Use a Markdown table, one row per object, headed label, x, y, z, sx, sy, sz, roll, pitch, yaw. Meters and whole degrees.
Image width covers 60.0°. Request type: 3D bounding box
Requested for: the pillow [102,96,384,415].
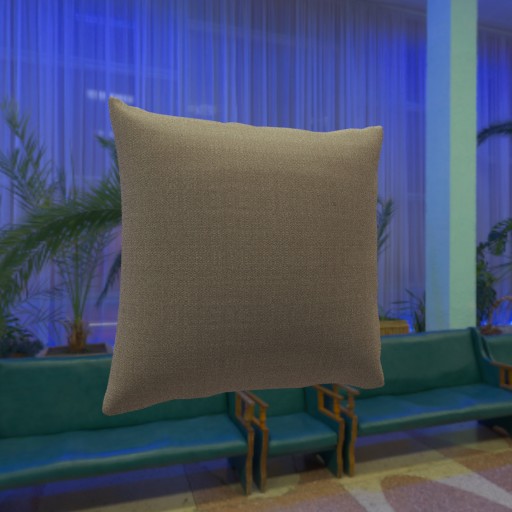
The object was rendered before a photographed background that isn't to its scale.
| label | x | y | z | sx | sy | sz | roll | pitch | yaw |
| --- | --- | --- | --- | --- | --- | --- | --- | --- | --- |
| pillow | 0.000 | 0.000 | 0.794 | 0.521 | 0.519 | 0.215 | 0 | 0 | -17 |
